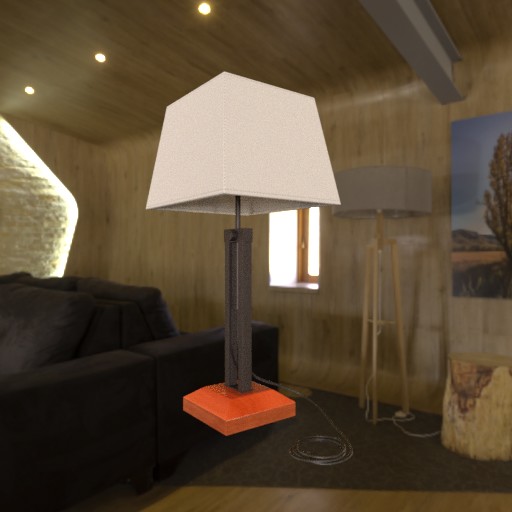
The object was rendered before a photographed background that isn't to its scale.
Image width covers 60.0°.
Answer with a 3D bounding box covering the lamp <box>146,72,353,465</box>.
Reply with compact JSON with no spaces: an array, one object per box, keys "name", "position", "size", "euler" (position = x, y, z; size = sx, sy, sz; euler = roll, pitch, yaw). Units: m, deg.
[{"name":"lamp","position":[0.000,0.000,0.983],"size":[0.310,0.737,0.498],"euler":[0,0,-36]}]
